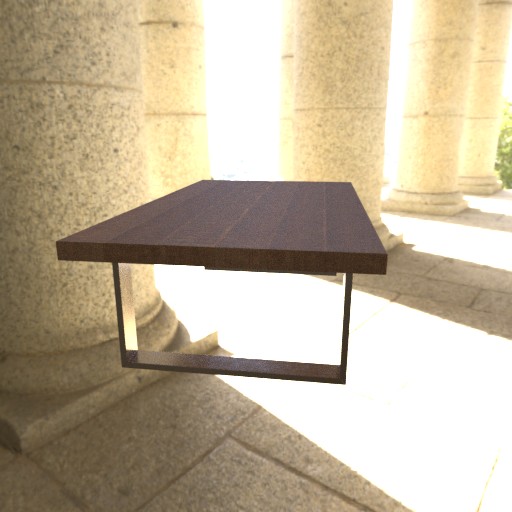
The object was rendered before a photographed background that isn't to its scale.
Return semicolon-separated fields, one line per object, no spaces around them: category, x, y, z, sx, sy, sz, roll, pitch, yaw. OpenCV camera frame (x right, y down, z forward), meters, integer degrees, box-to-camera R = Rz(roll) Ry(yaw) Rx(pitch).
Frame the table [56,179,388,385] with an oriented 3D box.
table;0.000;0.000;1.768;0.800;0.440;1.400;2;16;8
